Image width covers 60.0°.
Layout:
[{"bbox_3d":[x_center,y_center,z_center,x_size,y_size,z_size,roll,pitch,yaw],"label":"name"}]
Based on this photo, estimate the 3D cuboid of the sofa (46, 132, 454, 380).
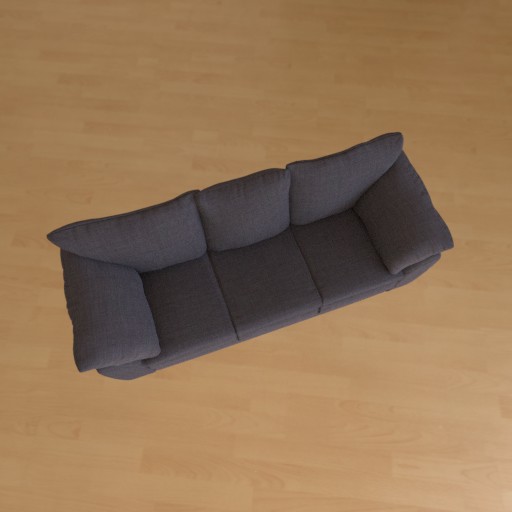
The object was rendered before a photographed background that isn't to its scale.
[{"bbox_3d":[0.000,0.000,2.893,2.336,1.080,0.883,-18,65,-8],"label":"sofa"}]
